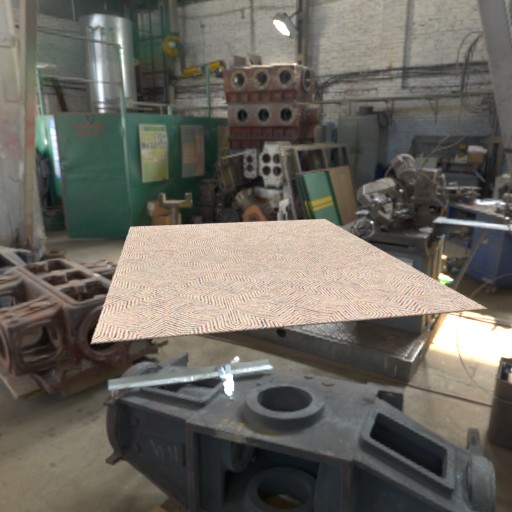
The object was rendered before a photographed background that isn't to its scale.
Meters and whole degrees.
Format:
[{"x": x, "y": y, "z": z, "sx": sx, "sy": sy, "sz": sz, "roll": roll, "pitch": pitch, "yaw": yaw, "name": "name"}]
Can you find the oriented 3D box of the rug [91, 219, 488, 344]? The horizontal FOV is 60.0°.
[{"x": 0.000, "y": 0.000, "z": 4.063, "sx": 2.442, "sy": 0.008, "sz": 3.046, "roll": -3, "pitch": 16, "yaw": -11, "name": "rug"}]
